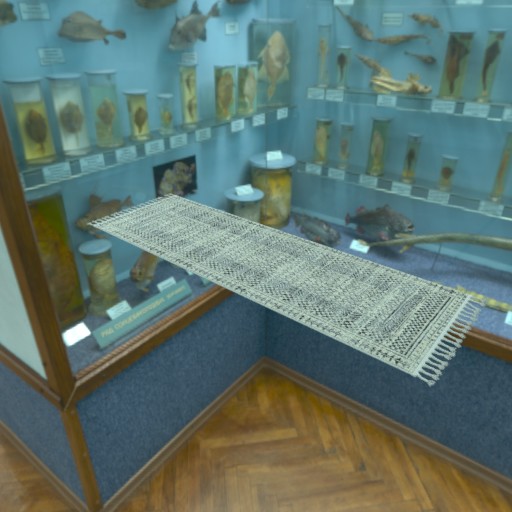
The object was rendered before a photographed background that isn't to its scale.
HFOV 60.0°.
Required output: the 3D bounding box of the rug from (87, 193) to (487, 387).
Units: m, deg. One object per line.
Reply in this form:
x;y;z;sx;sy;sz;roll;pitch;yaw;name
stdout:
0.000;0.000;2.708;2.480;0.013;0.786;21;35;34;rug
